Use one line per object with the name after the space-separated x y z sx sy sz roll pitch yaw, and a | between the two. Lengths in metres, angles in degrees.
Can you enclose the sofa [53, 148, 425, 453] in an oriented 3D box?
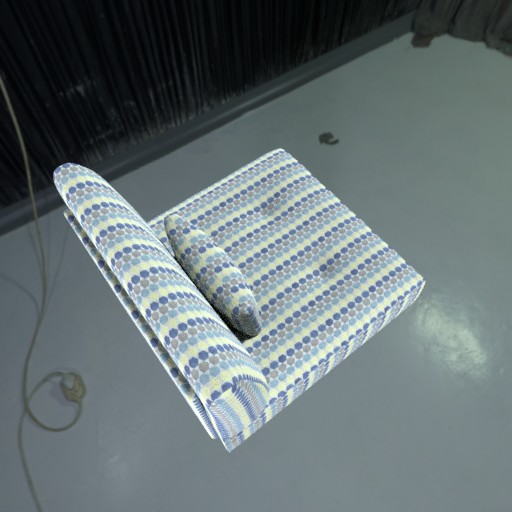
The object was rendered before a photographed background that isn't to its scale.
0.000 0.000 1.686 1.000 0.830 0.930 -33 65 -18 | sofa
